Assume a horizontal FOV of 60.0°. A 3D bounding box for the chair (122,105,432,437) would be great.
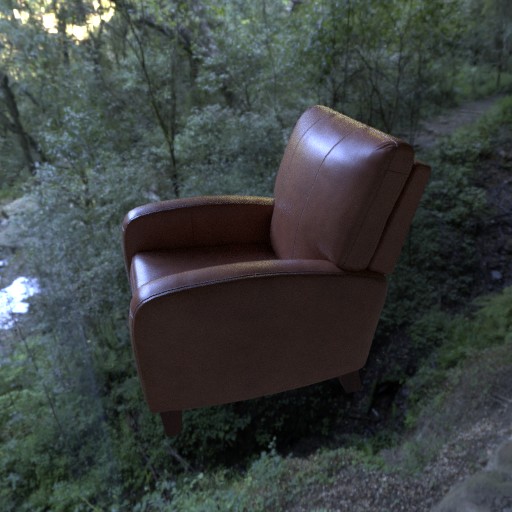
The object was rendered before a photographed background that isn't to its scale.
[{"bbox_3d":[0.000,0.000,1.716,0.990,0.990,0.762,-8,31,-15],"label":"chair"}]
